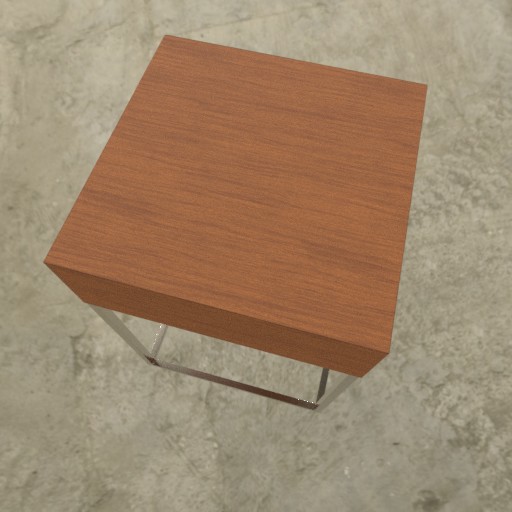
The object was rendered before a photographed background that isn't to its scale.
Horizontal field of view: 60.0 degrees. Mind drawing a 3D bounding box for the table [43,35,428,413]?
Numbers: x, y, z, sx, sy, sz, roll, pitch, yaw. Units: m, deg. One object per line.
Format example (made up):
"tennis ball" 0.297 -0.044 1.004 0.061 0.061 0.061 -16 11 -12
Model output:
"table" 0.000 0.000 0.811 0.397 0.540 0.398 14 65 7
